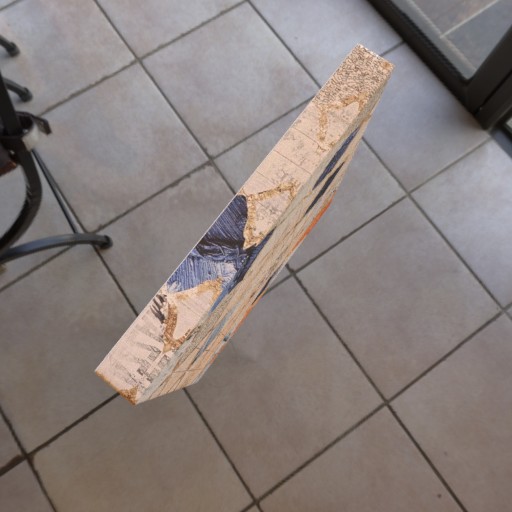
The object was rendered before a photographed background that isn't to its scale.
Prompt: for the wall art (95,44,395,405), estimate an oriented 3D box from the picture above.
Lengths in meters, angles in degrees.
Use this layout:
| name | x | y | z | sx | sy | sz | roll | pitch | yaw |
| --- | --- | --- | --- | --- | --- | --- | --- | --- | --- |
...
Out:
| name | x | y | z | sx | sy | sz | roll | pitch | yaw |
| --- | --- | --- | --- | --- | --- | --- | --- | --- | --- |
| wall art | 0.000 | 0.000 | 0.454 | 0.036 | 0.304 | 0.303 | 36 | 79 | 8 |
